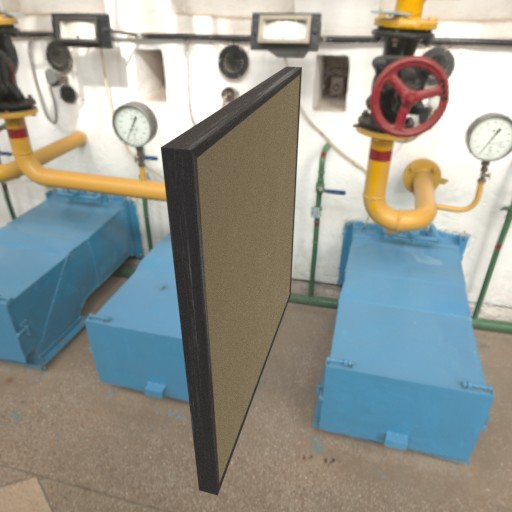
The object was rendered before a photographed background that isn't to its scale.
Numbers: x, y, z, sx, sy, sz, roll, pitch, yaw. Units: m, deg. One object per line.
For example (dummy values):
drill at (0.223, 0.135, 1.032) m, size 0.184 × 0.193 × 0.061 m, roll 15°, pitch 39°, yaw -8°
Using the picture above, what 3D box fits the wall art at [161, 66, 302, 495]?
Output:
wall art at (0.000, 0.000, 1.082) m, size 0.043 × 0.758 × 0.762 m, roll 8°, pitch 32°, yaw 13°
